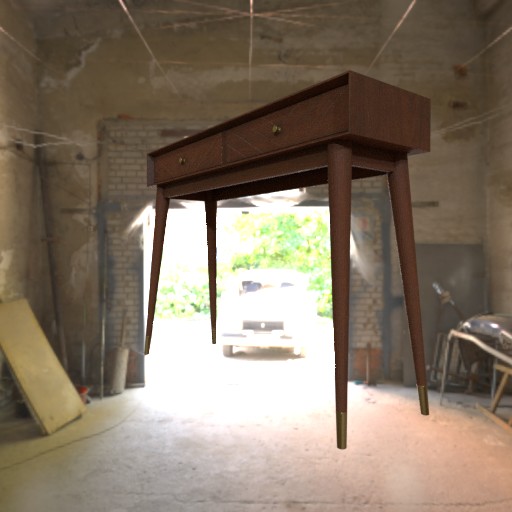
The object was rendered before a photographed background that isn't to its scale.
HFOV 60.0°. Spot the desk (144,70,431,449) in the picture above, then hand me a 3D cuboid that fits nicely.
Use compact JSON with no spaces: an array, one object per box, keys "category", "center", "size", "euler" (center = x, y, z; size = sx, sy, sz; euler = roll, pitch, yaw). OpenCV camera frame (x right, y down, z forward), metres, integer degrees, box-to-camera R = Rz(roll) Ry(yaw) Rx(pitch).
[{"category":"desk","center":[0.000,0.000,1.656],"size":[0.384,0.917,1.204],"euler":[-1,2,-37]}]
